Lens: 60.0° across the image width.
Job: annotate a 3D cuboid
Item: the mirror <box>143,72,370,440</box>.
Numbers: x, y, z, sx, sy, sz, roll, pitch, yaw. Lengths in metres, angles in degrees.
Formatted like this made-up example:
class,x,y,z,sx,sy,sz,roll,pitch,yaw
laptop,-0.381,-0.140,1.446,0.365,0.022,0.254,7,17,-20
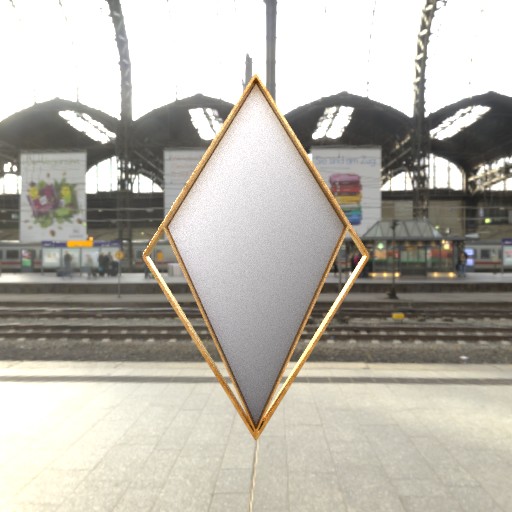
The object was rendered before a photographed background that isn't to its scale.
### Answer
class,x,y,z,sx,sy,sz,roll,pitch,yaw
mirror,0.000,0.000,0.832,0.419,0.679,0.032,0,0,0
